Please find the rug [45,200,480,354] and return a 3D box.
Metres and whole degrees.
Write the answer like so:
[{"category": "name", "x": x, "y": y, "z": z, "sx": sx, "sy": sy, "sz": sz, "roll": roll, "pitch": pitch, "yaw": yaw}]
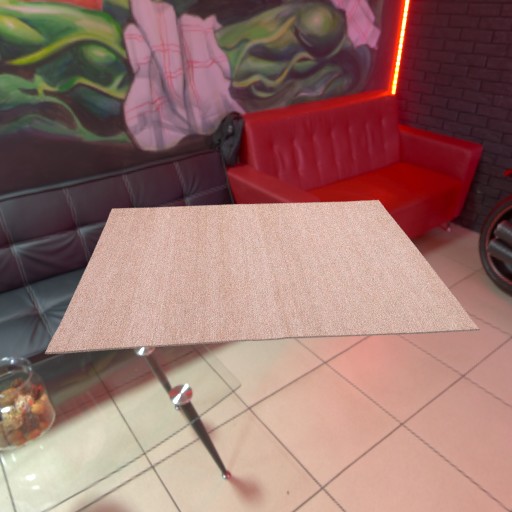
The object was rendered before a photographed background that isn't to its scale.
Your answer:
[{"category": "rug", "x": 0.000, "y": 0.000, "z": 4.258, "sx": 3.202, "sy": 0.045, "sz": 2.434, "roll": -2, "pitch": 31, "yaw": -4}]
